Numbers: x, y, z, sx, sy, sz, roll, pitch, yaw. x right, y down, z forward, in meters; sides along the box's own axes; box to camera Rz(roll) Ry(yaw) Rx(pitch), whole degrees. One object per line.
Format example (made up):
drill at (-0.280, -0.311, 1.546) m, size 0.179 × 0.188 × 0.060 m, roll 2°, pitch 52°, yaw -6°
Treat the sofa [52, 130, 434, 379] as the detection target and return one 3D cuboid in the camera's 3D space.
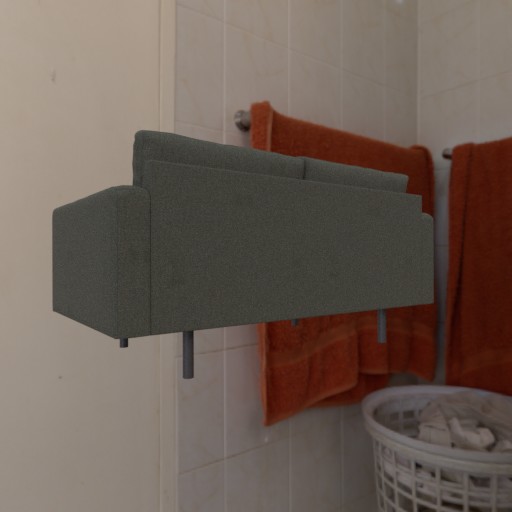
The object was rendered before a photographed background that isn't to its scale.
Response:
sofa at (0.000, 0.000, 2.223) m, size 1.730 × 0.897 × 0.889 m, roll 0°, pitch 0°, yaw -36°
